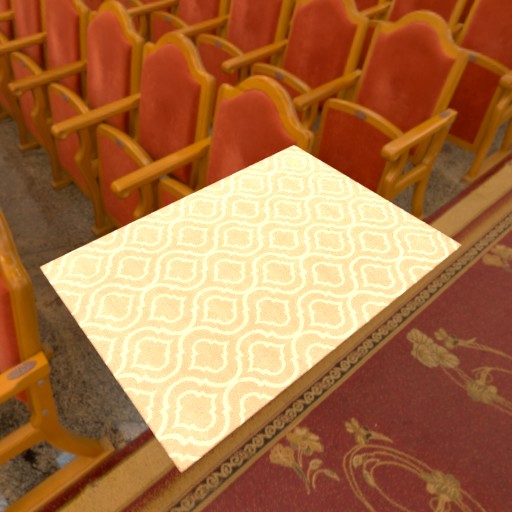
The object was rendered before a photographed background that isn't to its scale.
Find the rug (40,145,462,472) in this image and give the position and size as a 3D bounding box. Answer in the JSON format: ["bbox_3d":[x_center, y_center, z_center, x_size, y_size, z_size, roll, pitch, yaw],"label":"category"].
[{"bbox_3d":[0.000,0.000,4.336,3.353,0.010,2.438,-31,53,-27],"label":"rug"}]
